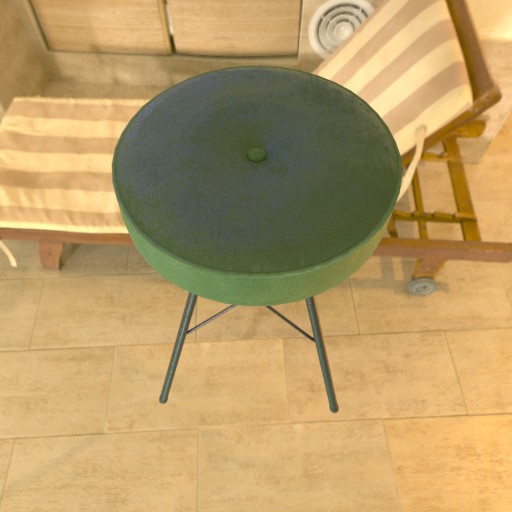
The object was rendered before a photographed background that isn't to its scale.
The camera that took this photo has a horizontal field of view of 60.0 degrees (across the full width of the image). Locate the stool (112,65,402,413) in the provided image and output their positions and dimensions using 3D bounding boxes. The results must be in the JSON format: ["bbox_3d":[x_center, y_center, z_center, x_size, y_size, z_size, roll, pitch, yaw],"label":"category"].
[{"bbox_3d":[0.000,0.000,0.892,0.430,0.595,0.457,2,58,2],"label":"stool"}]
